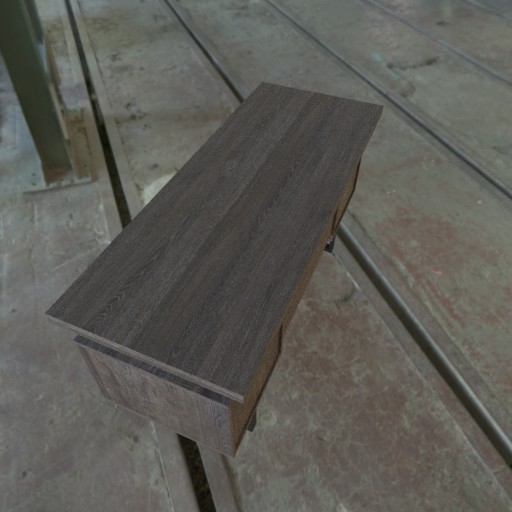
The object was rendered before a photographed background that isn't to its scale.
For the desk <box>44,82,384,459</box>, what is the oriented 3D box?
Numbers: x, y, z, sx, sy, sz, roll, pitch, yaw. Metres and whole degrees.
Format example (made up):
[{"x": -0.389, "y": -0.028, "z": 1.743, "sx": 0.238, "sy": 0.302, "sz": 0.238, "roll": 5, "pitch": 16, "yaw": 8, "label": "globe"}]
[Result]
[{"x": 0.000, "y": 0.000, "z": 1.886, "sx": 0.600, "sy": 0.760, "sz": 1.524, "roll": 18, "pitch": 49, "yaw": 16, "label": "desk"}]
